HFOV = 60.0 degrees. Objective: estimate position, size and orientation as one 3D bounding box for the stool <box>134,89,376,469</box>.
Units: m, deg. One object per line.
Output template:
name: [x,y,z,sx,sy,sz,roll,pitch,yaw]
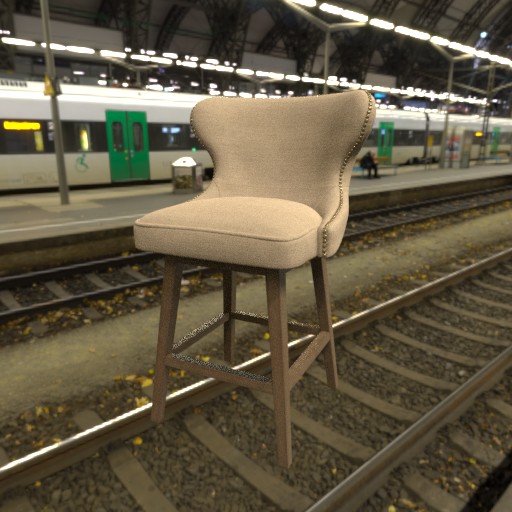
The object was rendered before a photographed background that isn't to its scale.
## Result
stool: [0.000,0.000,1.356,0.615,0.972,0.597,7,16,26]
